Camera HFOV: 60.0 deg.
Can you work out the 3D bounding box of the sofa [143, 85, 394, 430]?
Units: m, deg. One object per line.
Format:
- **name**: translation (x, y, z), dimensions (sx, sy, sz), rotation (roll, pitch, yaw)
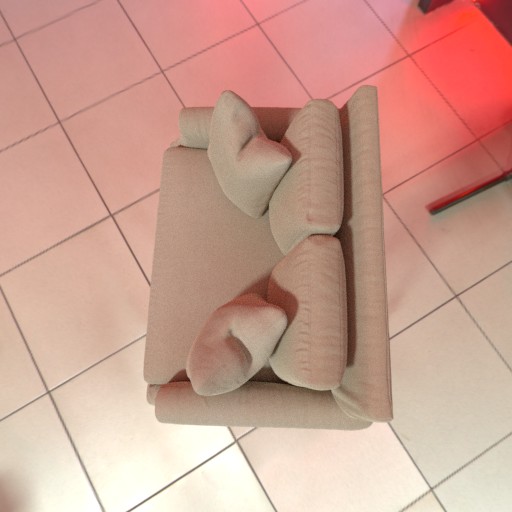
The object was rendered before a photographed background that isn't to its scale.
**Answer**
- **sofa**: translation (0.000, 0.000, 2.150), dimensions (1.070, 0.905, 1.550), rotation (2, 75, 0)
